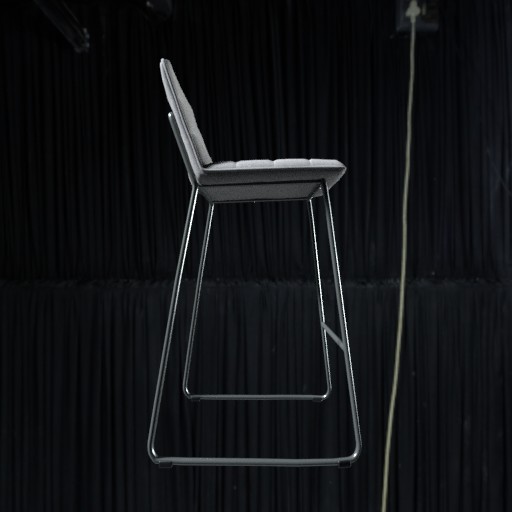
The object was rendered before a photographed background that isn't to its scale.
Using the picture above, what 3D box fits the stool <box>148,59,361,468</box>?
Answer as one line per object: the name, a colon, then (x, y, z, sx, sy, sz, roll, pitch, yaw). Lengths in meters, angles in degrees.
stool: (0.000, 0.000, 1.244, 0.490, 0.960, 0.490, 0, 0, 1)
